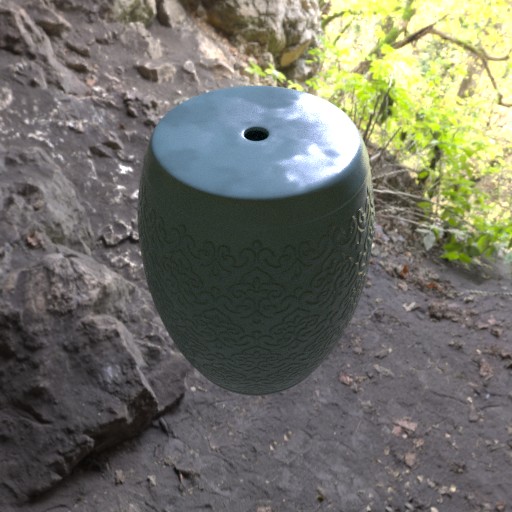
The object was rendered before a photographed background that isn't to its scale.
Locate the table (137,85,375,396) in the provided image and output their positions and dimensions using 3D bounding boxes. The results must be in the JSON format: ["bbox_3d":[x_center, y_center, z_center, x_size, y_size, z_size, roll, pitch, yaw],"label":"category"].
[{"bbox_3d":[0.000,0.000,0.630,0.309,0.397,0.309,0,47,0],"label":"table"}]
